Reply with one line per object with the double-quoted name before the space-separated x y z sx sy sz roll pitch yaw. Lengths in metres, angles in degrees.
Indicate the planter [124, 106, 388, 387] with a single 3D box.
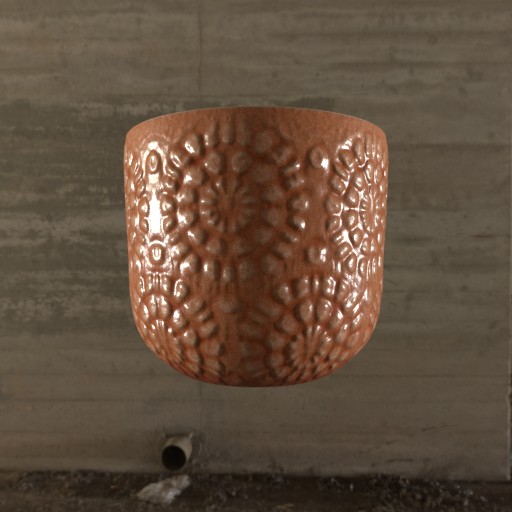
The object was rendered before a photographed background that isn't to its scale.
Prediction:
"planter" 0.000 0.000 0.218 0.124 0.109 0.124 0 1 0
